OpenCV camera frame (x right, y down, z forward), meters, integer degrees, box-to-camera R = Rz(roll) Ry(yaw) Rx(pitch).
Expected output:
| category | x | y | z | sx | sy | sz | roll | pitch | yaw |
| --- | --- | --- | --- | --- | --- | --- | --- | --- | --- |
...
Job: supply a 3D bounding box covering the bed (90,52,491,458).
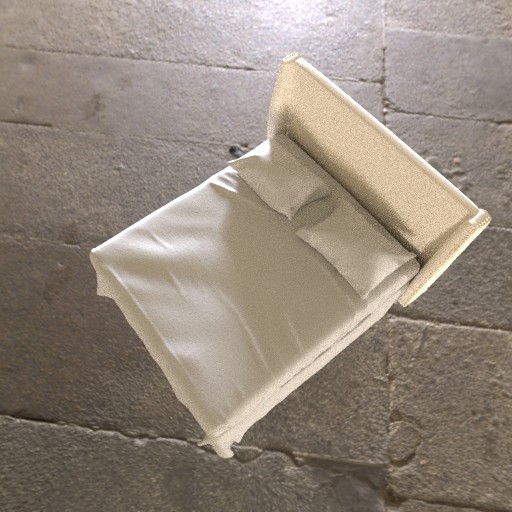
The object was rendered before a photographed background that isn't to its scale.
| category | x | y | z | sx | sy | sz | roll | pitch | yaw |
| --- | --- | --- | --- | --- | --- | --- | --- | --- | --- |
| bed | 0.000 | 0.000 | 3.350 | 2.276 | 1.332 | 1.925 | -35 | 69 | -16 |
